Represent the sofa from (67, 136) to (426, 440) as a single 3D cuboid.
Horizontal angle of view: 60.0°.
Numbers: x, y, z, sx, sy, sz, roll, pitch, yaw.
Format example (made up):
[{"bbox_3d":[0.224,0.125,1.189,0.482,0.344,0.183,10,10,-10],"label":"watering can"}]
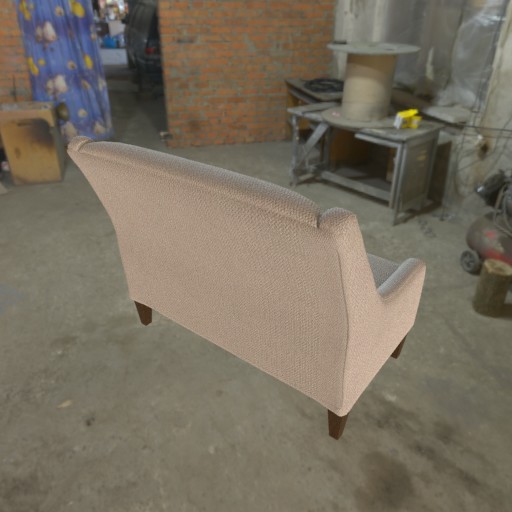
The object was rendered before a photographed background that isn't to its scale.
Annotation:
[{"bbox_3d":[0.000,0.000,1.932,1.242,1.022,0.870,21,36,32],"label":"sofa"}]
